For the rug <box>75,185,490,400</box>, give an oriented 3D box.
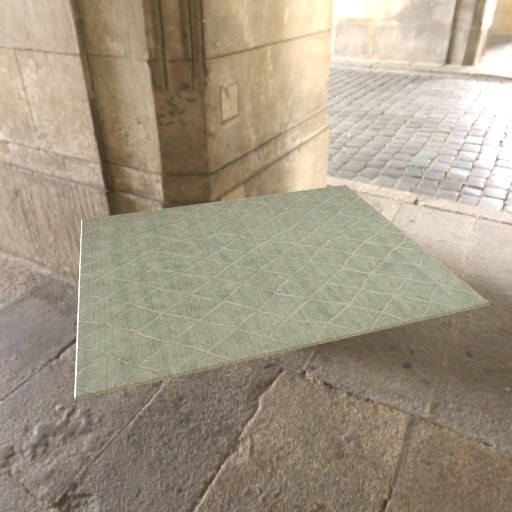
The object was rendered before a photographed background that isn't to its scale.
[{"bbox_3d":[0.000,0.000,4.016,3.039,0.019,2.420,-10,33,-15],"label":"rug"}]
